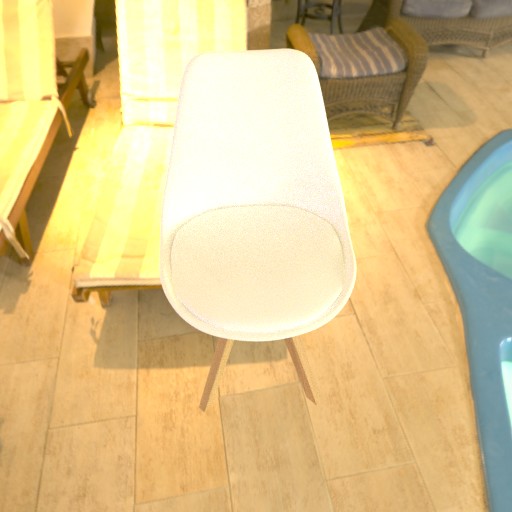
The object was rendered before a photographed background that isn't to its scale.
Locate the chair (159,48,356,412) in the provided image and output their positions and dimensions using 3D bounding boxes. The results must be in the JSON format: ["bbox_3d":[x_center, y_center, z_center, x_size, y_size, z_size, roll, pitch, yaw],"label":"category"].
[{"bbox_3d":[0.000,0.000,1.160,0.485,0.849,0.550,-3,47,-3],"label":"chair"}]
